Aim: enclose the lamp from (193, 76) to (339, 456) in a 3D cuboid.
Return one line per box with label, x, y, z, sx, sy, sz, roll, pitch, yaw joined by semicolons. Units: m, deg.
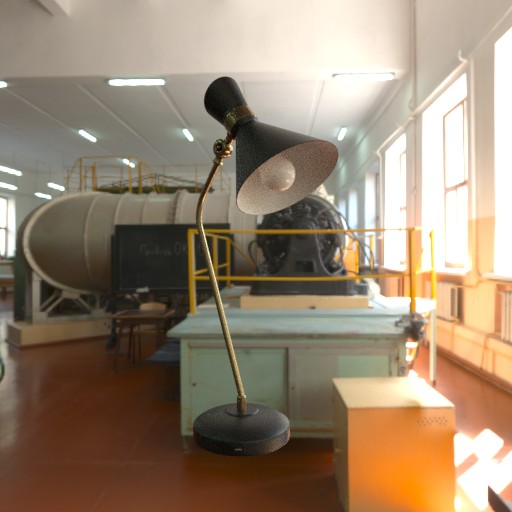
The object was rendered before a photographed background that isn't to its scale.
lamp;0.000;0.000;0.779;0.292;0.647;0.189;0;0;38
